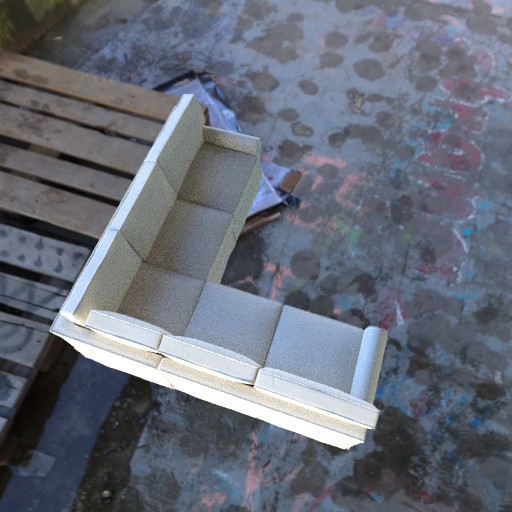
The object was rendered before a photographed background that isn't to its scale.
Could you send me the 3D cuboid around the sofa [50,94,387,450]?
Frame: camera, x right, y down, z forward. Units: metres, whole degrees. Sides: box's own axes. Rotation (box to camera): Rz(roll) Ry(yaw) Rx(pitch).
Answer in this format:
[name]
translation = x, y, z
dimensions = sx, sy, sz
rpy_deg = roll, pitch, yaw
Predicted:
[sofa]
translation = 0.000, 0.000, 4.120
dimensions = 2.591, 1.070, 2.597
rpy_deg = 17, 64, 8
